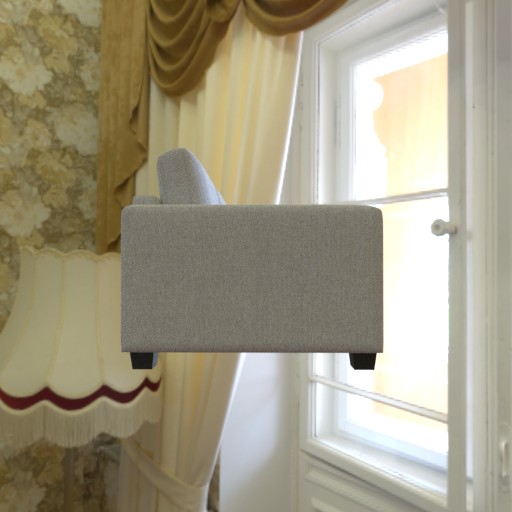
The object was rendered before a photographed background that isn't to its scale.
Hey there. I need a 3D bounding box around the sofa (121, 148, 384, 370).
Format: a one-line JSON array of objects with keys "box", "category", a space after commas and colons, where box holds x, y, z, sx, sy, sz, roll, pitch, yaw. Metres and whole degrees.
[{"box": [0.000, 0.000, 2.535, 0.900, 0.800, 2.120, 0, -1, 1], "category": "sofa"}]
